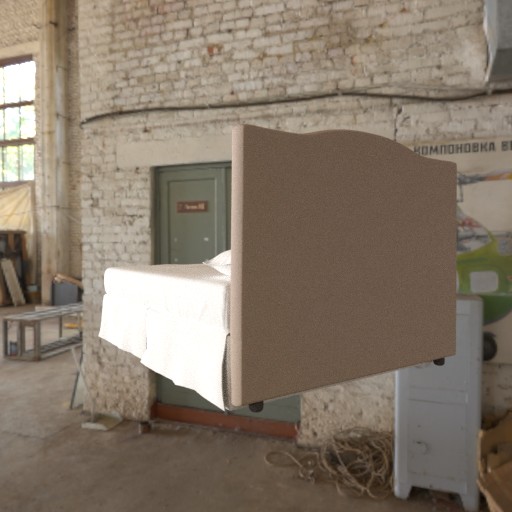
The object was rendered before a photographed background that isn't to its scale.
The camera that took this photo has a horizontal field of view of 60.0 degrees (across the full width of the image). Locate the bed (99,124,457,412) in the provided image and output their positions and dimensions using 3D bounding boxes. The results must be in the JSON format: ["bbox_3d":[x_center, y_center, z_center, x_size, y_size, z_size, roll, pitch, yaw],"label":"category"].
[{"bbox_3d":[0.000,0.000,3.429,1.821,1.436,2.282,-1,2,-34],"label":"bed"}]
